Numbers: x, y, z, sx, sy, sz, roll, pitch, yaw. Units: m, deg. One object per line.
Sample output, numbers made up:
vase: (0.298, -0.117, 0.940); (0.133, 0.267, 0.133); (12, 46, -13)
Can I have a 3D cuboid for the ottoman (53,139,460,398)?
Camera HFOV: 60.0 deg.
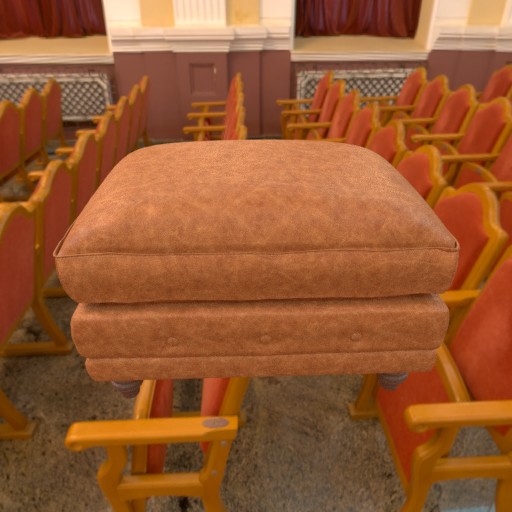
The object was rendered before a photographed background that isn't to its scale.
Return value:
ottoman: (0.000, 0.000, 1.041); (0.710, 0.480, 0.533); (-1, 30, -2)
